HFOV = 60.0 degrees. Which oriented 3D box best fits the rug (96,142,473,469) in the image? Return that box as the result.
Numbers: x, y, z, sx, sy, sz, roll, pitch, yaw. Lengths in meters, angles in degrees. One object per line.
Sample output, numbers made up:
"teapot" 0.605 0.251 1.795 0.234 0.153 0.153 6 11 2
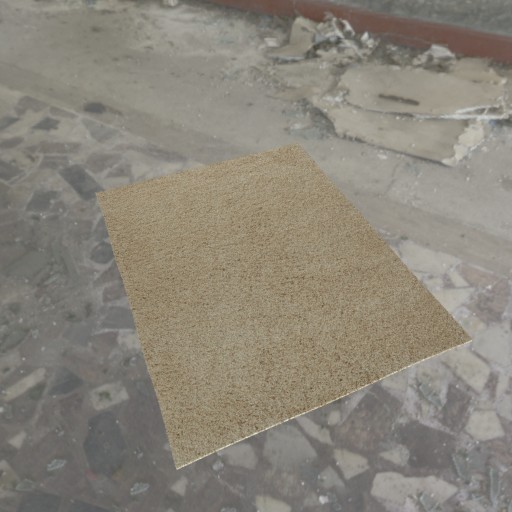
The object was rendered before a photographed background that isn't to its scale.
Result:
"rug" 0.000 0.000 4.082 2.400 0.025 3.000 -18 50 -16
